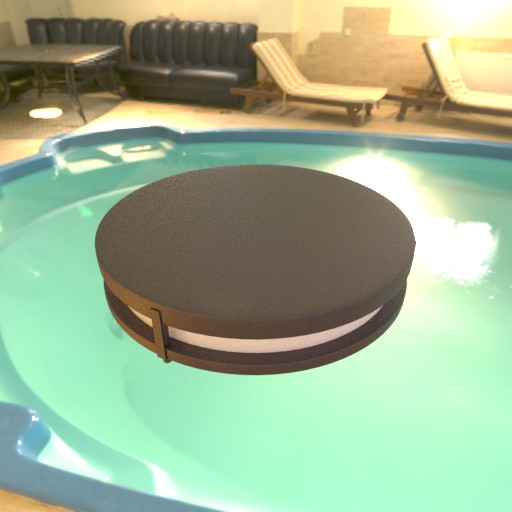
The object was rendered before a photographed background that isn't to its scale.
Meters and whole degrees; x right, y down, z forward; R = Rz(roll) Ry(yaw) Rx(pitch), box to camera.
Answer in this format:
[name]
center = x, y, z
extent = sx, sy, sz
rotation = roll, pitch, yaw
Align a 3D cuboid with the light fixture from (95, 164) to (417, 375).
[light fixture]
center = 0.000, 0.000, 0.537
extent = 0.356, 0.102, 0.356
rotation = 0, 32, 0
